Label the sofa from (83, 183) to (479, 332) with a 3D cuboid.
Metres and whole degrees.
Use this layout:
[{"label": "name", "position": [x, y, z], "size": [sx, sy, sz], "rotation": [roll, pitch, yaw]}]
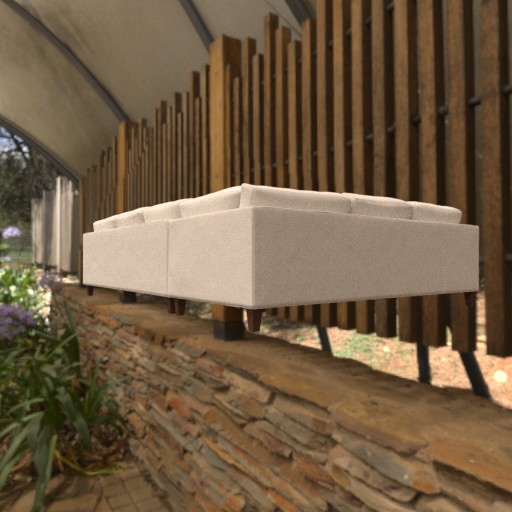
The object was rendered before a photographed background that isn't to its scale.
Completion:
[{"label": "sofa", "position": [0.000, 0.000, 4.346], "size": [2.432, 0.863, 3.182], "rotation": [0, -1, -37]}]
